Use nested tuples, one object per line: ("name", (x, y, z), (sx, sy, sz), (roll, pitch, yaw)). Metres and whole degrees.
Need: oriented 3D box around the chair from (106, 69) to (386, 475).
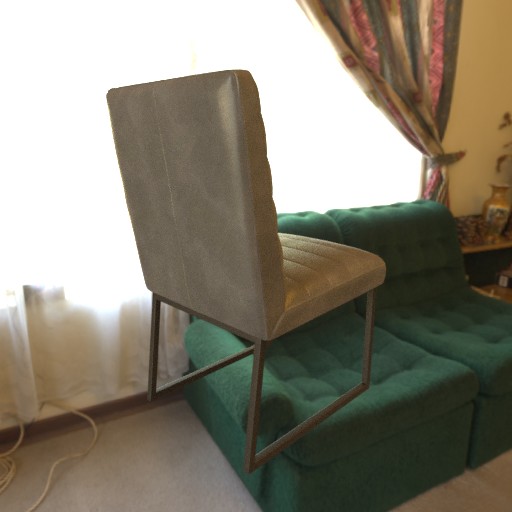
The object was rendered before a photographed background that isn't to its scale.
("chair", (0.000, 0.000, 1.300), (0.634, 0.930, 0.520), (-14, 21, -43))
